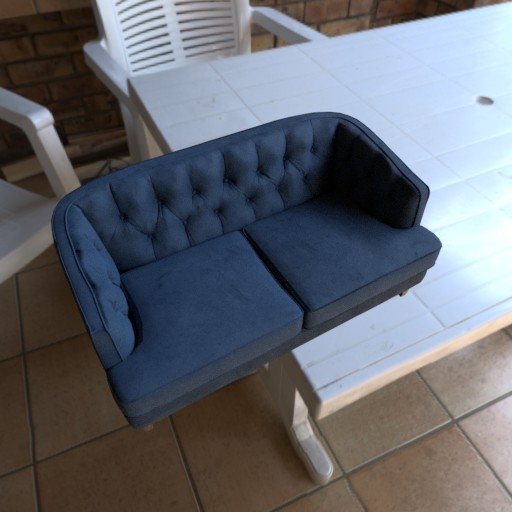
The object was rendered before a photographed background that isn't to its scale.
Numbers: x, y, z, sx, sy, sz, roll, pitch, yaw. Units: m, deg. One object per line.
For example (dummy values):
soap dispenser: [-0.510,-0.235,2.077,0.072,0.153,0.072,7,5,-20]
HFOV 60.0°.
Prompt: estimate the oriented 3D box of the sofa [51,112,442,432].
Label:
sofa: [0.000,0.000,2.254,1.733,0.854,0.941,-23,51,-20]
